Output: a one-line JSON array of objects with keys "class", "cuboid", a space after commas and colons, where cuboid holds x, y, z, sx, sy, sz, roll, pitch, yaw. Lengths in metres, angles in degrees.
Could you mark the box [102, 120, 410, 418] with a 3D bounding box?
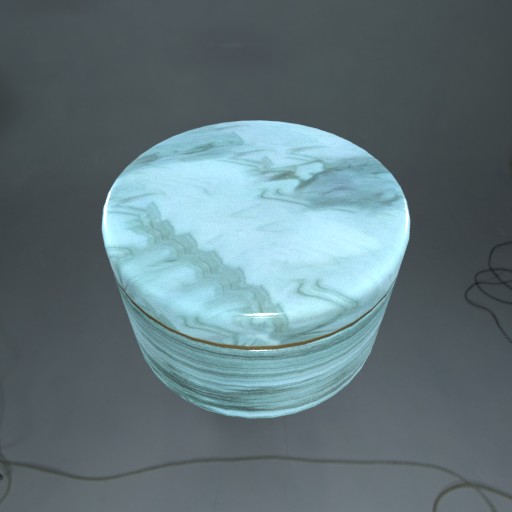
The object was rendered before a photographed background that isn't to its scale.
[{"class": "box", "cuboid": [0.000, 0.000, 0.168, 0.101, 0.063, 0.101, 0, 46, 0]}]
